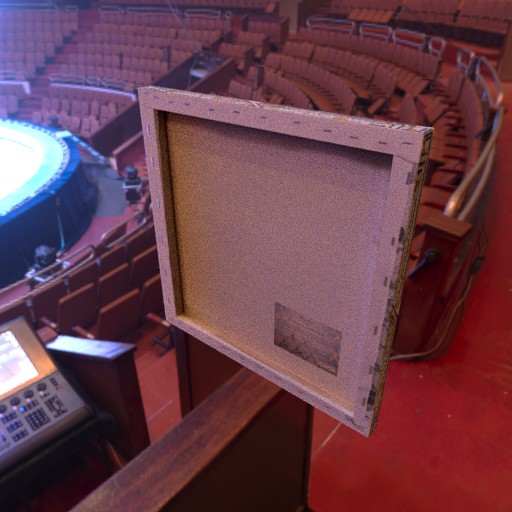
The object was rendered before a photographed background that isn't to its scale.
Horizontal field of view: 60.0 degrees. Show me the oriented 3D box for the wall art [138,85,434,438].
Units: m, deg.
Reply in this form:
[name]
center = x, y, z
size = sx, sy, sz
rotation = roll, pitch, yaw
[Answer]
[wall art]
center = 0.000, 0.000, 0.917
size = 0.609, 0.607, 0.036
rotation = 22, 36, 33
